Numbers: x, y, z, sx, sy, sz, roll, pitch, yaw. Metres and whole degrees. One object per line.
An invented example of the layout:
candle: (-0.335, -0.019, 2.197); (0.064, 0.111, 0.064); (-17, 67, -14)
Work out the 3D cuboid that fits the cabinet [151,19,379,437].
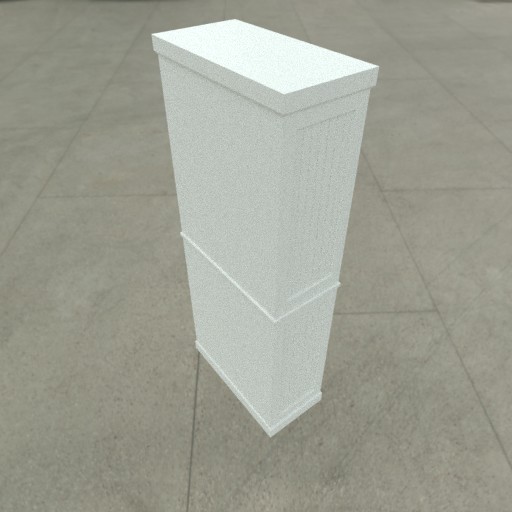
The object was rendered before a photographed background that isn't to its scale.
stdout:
cabinet: (0.000, 0.000, 2.080); (0.390, 1.829, 0.754); (-26, 47, -28)
